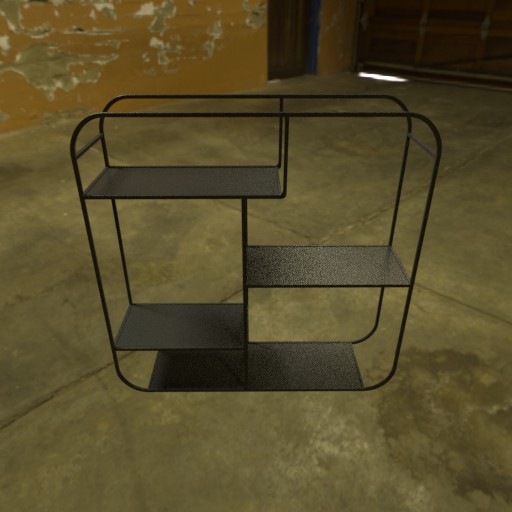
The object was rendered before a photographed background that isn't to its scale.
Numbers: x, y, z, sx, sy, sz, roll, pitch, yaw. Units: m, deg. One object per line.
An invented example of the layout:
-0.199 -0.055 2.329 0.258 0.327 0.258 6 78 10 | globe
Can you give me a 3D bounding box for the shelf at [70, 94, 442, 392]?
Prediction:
0.000 0.000 0.902 0.600 0.600 0.160 0 30 0 | shelf
